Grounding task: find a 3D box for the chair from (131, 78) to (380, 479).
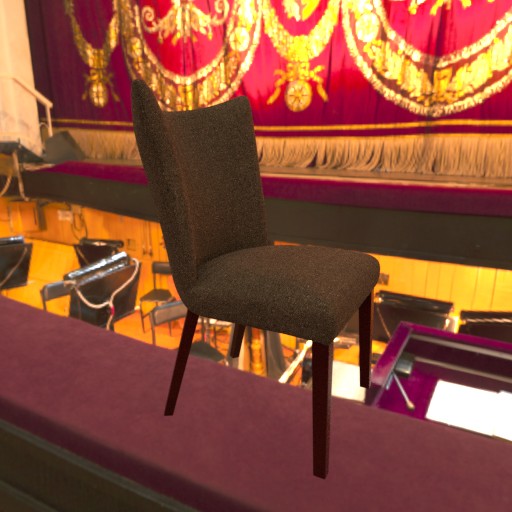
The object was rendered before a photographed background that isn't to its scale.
[{"bbox_3d":[0.000,0.000,1.279,0.623,0.924,0.535,8,17,26],"label":"chair"}]
